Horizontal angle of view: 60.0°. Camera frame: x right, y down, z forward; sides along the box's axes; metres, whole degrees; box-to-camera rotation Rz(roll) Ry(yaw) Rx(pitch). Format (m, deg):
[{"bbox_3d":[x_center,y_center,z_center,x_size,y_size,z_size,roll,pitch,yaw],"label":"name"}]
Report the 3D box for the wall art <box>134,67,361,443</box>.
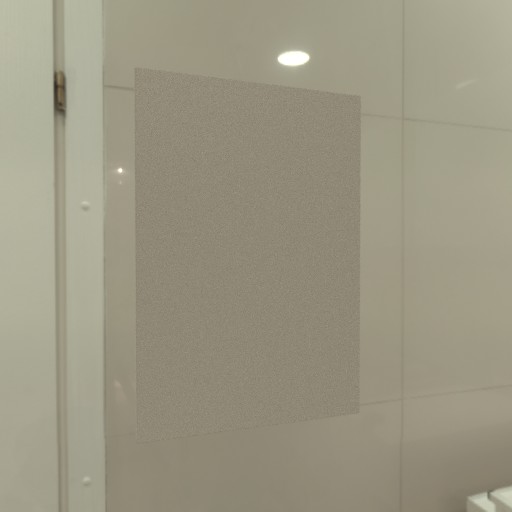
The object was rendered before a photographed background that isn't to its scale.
[{"bbox_3d":[0.000,0.000,1.535,0.808,1.183,0.038,0,1,-19],"label":"wall art"}]
